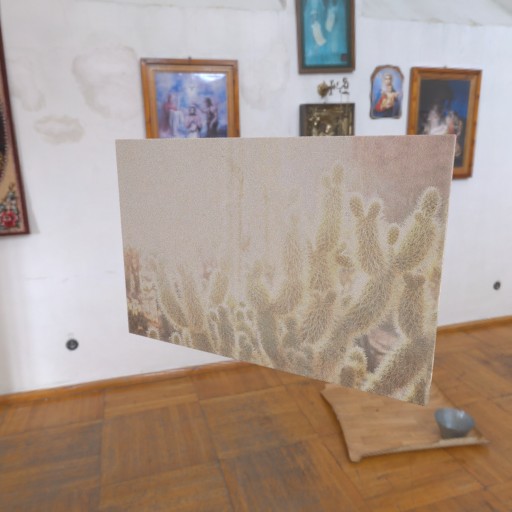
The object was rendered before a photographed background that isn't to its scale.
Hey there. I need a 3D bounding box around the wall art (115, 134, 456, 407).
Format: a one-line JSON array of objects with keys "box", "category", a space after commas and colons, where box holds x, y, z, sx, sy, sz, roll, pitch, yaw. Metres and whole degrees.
[{"box": [0.000, 0.000, 1.177, 0.916, 0.608, 0.040, 7, 15, 27], "category": "wall art"}]
